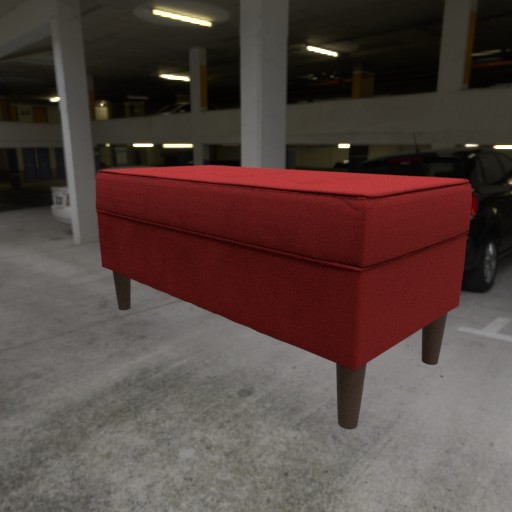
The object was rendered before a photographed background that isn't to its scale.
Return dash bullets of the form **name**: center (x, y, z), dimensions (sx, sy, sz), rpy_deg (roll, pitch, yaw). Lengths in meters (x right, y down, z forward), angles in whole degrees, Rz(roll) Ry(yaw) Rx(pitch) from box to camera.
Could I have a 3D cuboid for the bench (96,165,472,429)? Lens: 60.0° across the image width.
- **bench**: center (0.000, 0.000, 1.287), dimensions (0.492, 0.471, 1.016), rpy_deg (-14, 20, -43)
